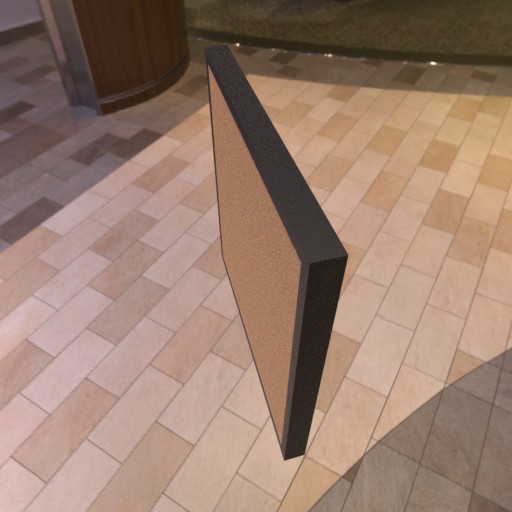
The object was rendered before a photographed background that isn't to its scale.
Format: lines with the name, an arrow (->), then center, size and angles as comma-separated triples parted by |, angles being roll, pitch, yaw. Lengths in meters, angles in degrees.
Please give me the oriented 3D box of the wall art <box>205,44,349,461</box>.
wall art -> 0.000, 0.000, 0.758 | 0.038, 0.508, 0.508 | -11, 48, -10
